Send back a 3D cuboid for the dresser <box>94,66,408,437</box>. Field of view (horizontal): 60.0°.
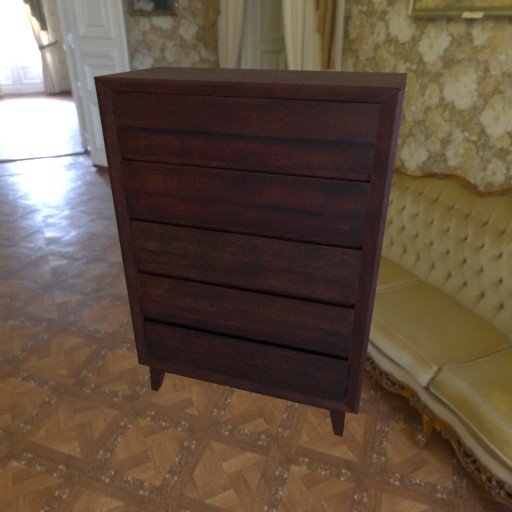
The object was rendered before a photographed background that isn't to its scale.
[{"bbox_3d":[0.000,0.000,1.995,1.072,1.514,0.506,8,28,16],"label":"dresser"}]
